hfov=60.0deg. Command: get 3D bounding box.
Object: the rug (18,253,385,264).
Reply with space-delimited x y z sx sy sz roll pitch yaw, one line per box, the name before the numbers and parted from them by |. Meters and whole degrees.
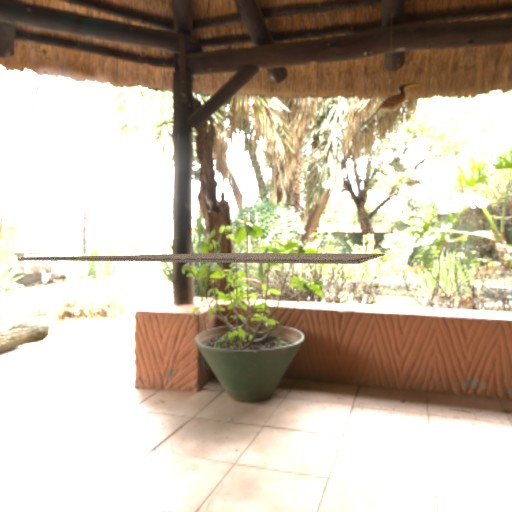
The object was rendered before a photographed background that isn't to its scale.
rug | 0.000 0.000 2.271 1.206 0.012 1.824 0 1 18
